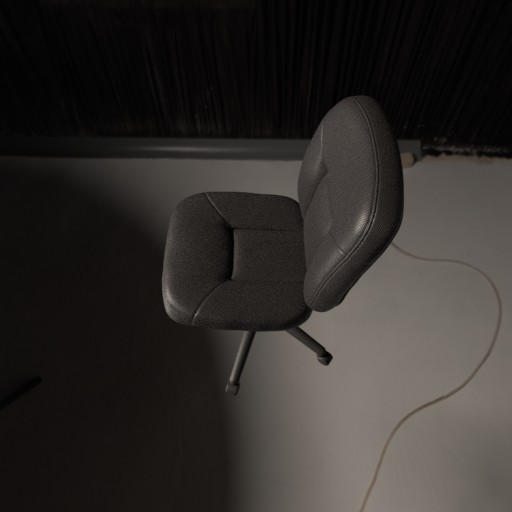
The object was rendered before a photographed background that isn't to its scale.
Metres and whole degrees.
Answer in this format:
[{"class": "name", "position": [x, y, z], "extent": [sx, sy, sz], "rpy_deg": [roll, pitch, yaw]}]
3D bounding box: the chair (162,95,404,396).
[{"class": "chair", "position": [0.000, 0.000, 1.382], "extent": [0.646, 0.959, 0.647], "rpy_deg": [0, 60, 0]}]
